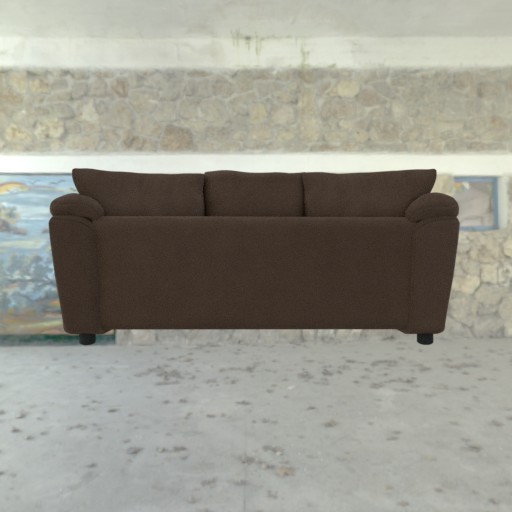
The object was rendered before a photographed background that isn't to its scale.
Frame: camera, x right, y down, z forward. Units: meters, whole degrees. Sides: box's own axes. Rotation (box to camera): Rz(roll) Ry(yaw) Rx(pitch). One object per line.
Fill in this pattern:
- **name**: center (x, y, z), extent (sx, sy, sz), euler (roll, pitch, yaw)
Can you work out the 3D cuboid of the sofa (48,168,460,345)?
- **sofa**: center (0.000, 0.000, 2.816), extent (2.336, 1.015, 0.878), euler (0, -1, 0)
